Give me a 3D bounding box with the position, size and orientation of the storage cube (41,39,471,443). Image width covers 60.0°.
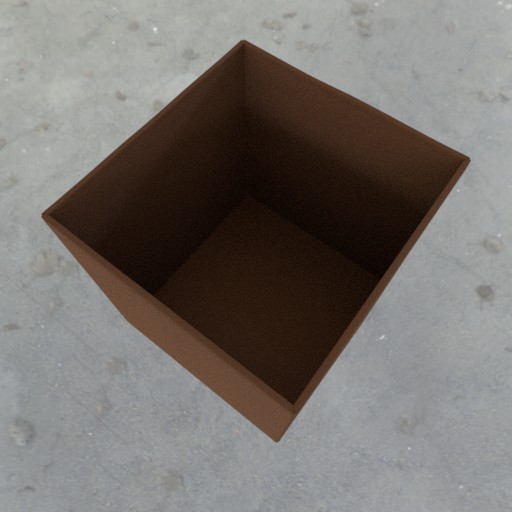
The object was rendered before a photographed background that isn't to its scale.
[{"bbox_3d":[0.000,0.000,0.495,0.270,0.280,0.270,34,68,16],"label":"storage cube"}]
